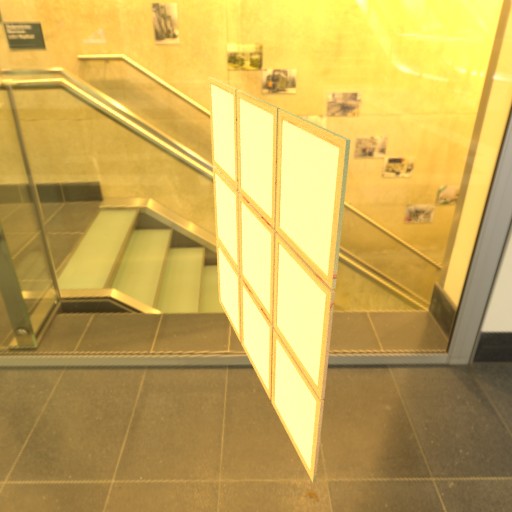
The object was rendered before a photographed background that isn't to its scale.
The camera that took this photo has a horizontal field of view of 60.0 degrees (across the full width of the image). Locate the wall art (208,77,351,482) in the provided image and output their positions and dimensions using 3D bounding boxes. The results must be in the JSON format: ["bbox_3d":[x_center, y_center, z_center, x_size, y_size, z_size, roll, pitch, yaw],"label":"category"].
[{"bbox_3d":[0.000,0.000,1.792,0.013,1.219,1.214,-10,30,-18],"label":"wall art"}]
